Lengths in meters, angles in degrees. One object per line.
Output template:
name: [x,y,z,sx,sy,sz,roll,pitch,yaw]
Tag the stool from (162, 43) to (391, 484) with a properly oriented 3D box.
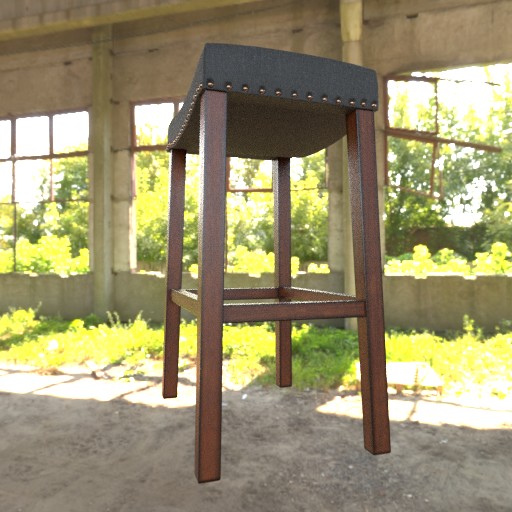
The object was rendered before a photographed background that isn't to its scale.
stool: [0.000,0.000,1.016,0.366,0.748,0.502,0,-1,-19]
